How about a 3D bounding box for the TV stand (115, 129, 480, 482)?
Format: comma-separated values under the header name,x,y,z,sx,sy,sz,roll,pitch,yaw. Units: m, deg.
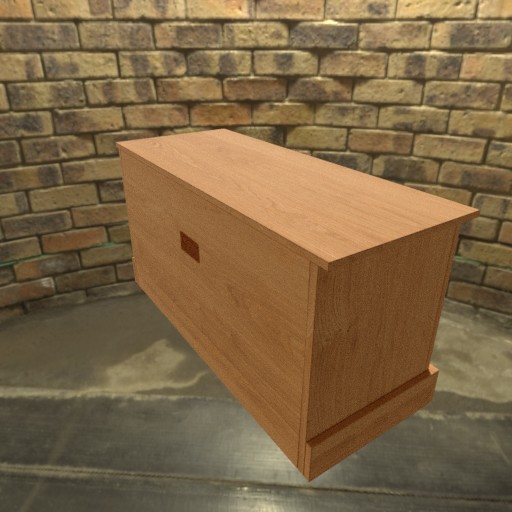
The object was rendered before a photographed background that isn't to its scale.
name,x,y,z,sx,sy,sz,roll,pitch,yaw
TV stand,0.000,0.000,1.360,0.440,0.550,1.080,-17,31,-30
